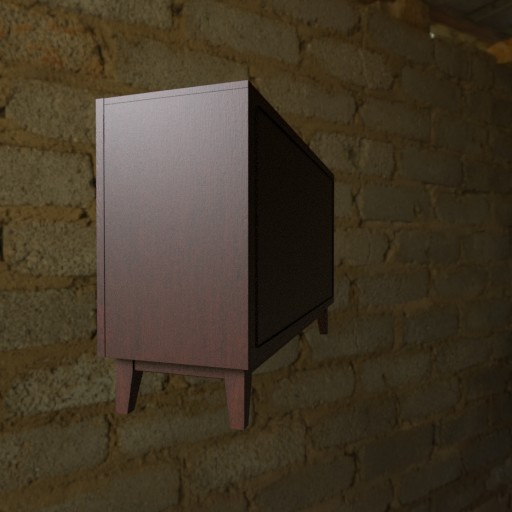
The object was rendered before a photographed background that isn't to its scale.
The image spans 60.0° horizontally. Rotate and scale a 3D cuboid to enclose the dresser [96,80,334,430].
[{"bbox_3d":[0.000,0.000,2.036,0.499,0.971,1.609,0,1,18],"label":"dresser"}]
